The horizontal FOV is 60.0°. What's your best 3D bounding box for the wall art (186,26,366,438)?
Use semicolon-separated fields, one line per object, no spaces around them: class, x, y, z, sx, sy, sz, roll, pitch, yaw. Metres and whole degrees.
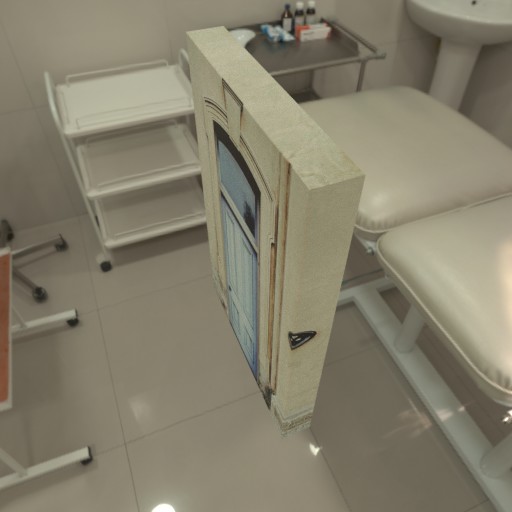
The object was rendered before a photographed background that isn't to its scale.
wall art;0.000;0.000;0.481;0.038;0.381;0.254;-17;49;-15
